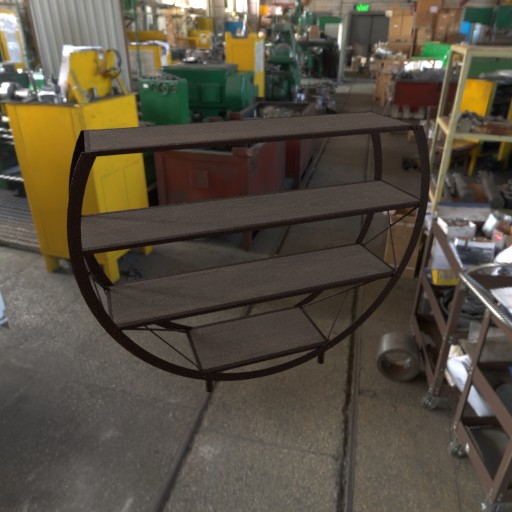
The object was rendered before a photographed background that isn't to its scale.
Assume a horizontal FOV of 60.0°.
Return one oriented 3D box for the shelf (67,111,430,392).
[{"bbox_3d":[0.000,0.000,1.875,1.403,1.063,0.344,-9,29,-17],"label":"shelf"}]
